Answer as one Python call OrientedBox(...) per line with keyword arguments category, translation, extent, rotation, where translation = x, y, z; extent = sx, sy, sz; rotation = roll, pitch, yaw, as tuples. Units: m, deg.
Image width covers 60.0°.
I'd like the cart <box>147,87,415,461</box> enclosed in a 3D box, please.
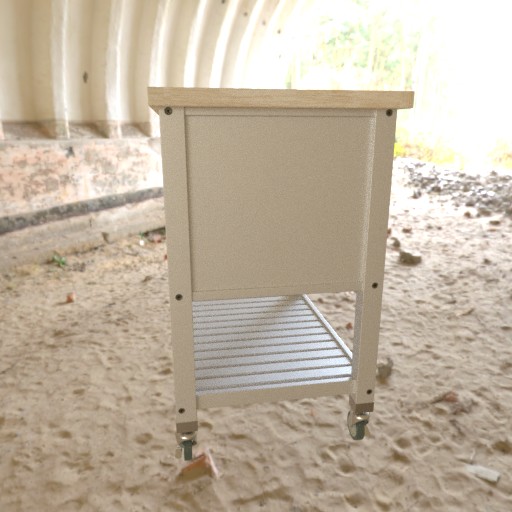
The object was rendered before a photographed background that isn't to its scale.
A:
OrientedBox(category="cart", translation=(0.000, 0.000, 1.386), extent=(0.559, 0.914, 0.762), rotation=(-3, 16, -9))
